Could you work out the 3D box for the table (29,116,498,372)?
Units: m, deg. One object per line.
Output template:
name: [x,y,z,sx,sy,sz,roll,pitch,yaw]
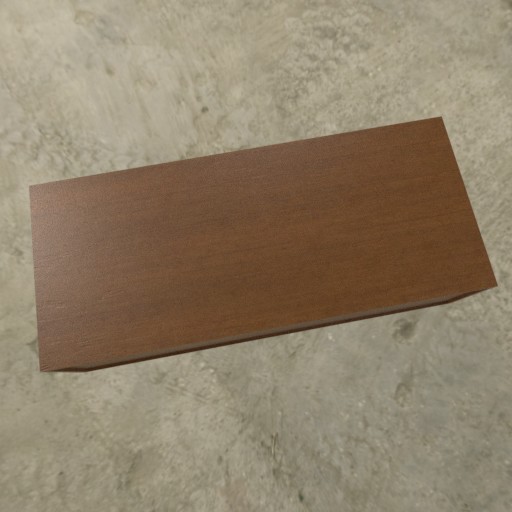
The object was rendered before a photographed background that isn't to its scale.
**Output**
table: [0.000,0.000,1.349,1.119,0.464,0.490,-10,75,-3]
